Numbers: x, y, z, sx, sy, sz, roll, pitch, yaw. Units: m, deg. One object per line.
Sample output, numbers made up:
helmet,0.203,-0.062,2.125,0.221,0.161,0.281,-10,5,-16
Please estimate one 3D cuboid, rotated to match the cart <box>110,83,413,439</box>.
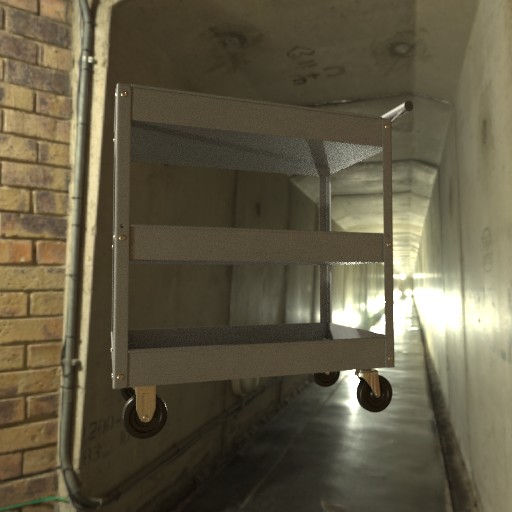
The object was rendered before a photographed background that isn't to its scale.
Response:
cart,0.000,0.000,1.166,0.719,0.780,0.366,1,-3,-18
